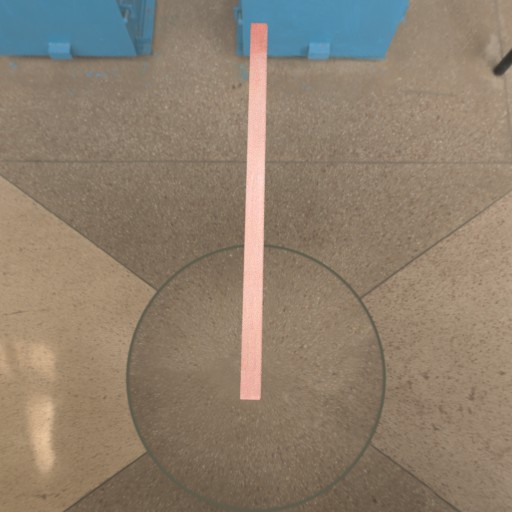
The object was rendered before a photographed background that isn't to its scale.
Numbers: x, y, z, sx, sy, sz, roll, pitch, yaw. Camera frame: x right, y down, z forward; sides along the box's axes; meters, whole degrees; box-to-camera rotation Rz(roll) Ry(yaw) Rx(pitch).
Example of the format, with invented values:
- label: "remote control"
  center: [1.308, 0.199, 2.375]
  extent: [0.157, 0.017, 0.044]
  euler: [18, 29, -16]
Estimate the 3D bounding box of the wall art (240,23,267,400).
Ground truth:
- label: "wall art"
  center: [0.000, 0.000, 1.339]
  extent: [0.039, 1.016, 0.761]
  euler: [1, 76, 0]
